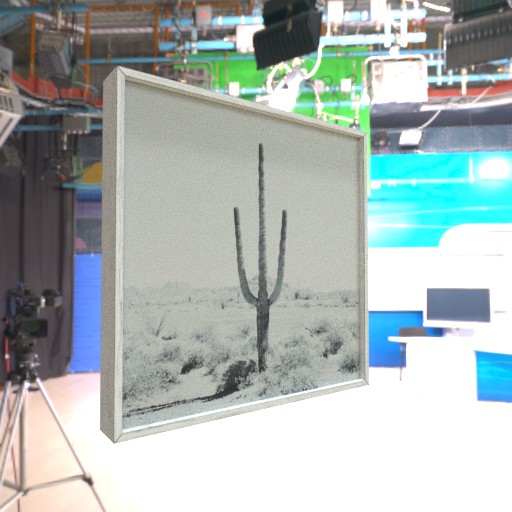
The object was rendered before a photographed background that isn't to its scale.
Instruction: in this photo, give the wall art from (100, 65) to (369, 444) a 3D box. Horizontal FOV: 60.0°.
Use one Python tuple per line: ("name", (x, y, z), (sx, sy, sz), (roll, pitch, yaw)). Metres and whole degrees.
("wall art", (0.000, 0.000, 0.461), (0.305, 0.305, 0.038), (1, -2, -35))
